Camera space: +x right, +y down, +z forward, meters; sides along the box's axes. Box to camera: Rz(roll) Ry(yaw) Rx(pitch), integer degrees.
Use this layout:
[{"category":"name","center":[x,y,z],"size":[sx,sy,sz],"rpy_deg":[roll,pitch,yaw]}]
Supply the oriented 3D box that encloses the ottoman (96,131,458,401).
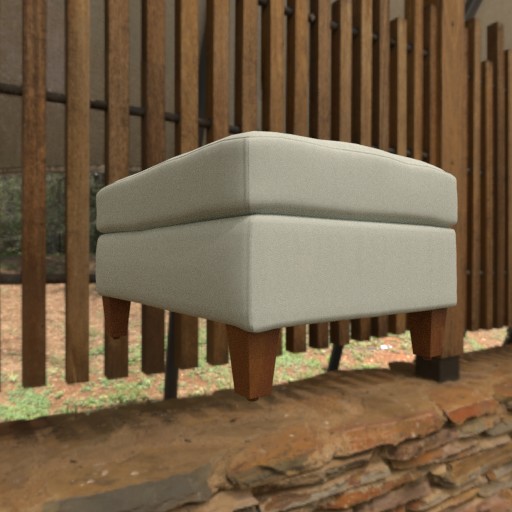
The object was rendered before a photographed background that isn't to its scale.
[{"category":"ottoman","center":[0.000,0.000,1.193],"size":[0.634,0.496,0.818],"rpy_deg":[0,0,-36]}]
